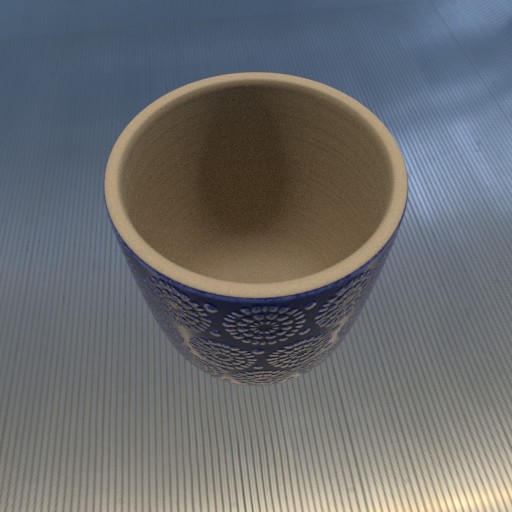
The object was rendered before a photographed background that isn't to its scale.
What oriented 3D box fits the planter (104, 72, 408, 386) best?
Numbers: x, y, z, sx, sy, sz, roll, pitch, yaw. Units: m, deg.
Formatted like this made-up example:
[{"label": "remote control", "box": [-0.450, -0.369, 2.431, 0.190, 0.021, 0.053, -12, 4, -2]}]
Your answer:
[{"label": "planter", "box": [0.000, 0.000, 0.352, 0.184, 0.206, 0.184, 0, 57, 0]}]
